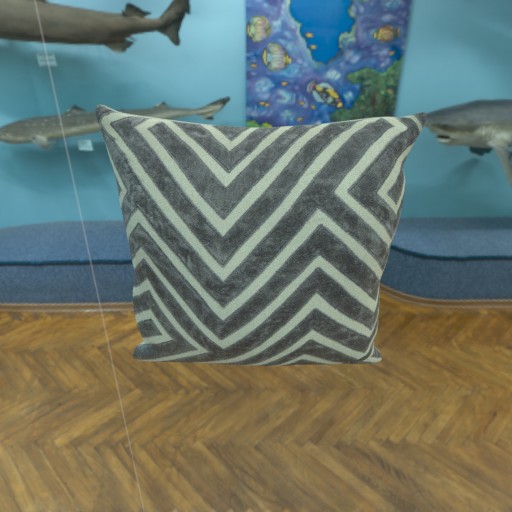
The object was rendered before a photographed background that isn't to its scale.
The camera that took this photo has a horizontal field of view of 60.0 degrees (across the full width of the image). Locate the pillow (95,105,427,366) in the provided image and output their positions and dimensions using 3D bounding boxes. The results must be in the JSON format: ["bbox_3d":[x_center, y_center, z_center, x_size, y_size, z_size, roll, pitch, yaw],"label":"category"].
[{"bbox_3d":[0.000,0.000,0.674,0.440,0.441,0.182,1,30,1],"label":"pillow"}]
